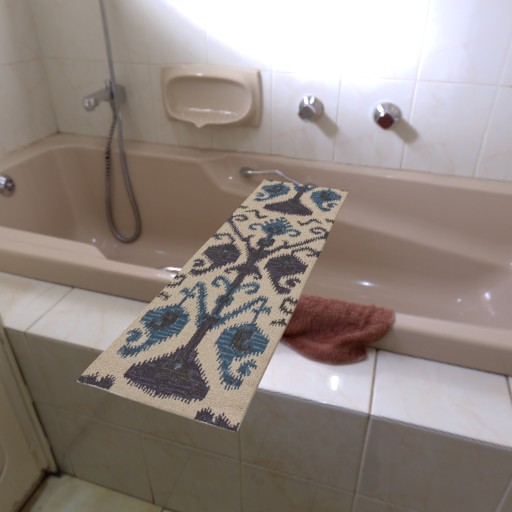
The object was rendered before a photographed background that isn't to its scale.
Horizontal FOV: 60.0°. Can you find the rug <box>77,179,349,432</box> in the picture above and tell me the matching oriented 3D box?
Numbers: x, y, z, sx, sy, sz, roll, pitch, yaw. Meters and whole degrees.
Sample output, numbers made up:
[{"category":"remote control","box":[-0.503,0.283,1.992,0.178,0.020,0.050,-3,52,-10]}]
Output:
[{"category":"rug","box":[0.000,0.000,2.577,0.692,0.017,2.301,11,33,17]}]
